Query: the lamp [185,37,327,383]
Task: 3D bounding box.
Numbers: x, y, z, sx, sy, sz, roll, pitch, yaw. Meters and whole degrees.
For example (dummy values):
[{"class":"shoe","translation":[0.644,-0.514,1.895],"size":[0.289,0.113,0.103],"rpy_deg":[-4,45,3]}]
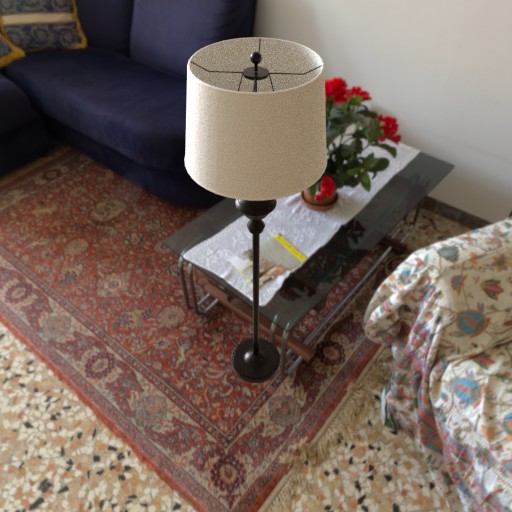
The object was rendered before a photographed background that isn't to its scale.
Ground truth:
[{"class":"lamp","translation":[0.000,0.000,1.658],"size":[0.431,1.484,0.431],"rpy_deg":[0,46,0]}]
